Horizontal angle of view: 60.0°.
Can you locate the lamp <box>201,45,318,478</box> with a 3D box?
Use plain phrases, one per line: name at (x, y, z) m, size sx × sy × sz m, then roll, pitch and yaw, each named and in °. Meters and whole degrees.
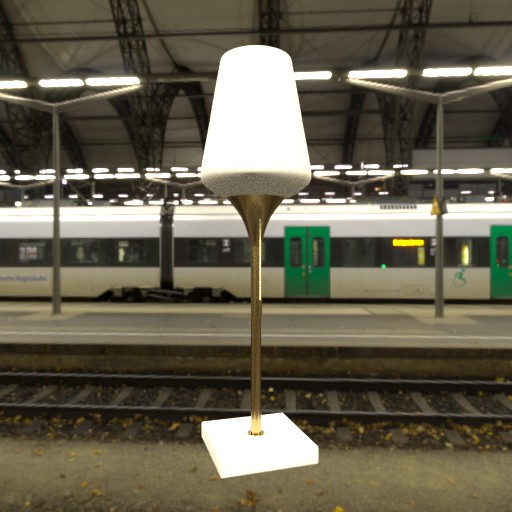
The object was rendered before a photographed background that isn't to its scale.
lamp at (0.000, 0.000, 0.730) m, size 0.181 × 0.639 × 0.181 m, roll 0°, pitch 0°, yaw -17°
